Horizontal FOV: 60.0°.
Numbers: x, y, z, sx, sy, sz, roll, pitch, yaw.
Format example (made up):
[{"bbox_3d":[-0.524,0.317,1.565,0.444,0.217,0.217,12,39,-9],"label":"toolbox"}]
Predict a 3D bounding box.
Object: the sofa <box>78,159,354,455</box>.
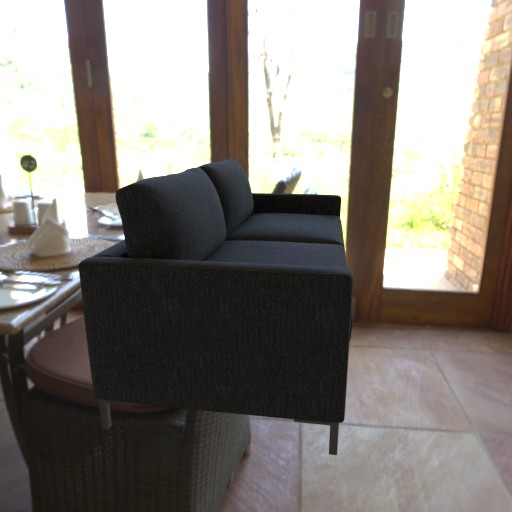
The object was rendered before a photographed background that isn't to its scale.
[{"bbox_3d":[0.000,0.000,2.162,0.866,0.862,1.716,3,16,9],"label":"sofa"}]
